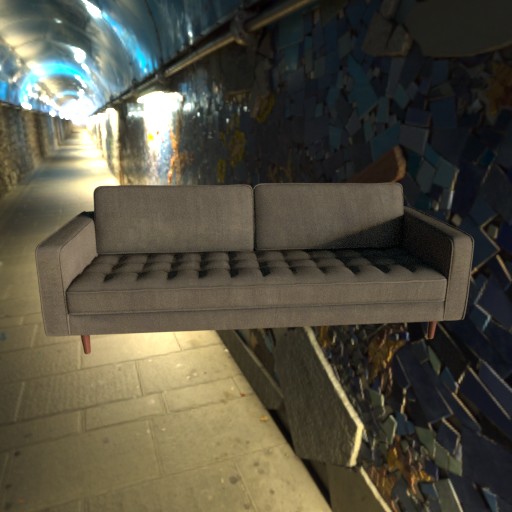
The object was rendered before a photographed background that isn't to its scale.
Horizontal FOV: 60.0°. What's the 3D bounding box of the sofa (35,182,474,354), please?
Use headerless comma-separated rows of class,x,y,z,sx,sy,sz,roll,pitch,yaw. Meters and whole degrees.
sofa,0.000,0.000,2.697,2.295,0.813,0.923,-2,17,-5
